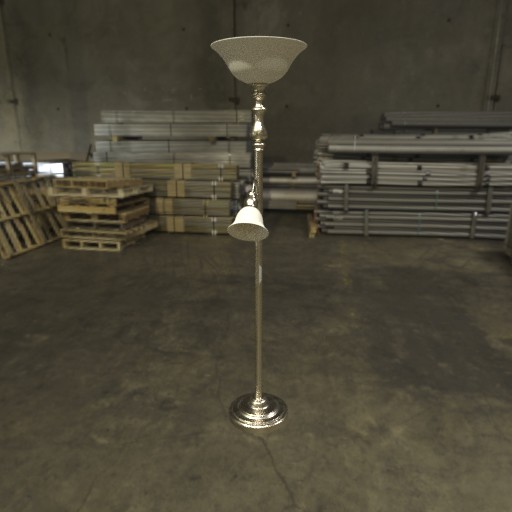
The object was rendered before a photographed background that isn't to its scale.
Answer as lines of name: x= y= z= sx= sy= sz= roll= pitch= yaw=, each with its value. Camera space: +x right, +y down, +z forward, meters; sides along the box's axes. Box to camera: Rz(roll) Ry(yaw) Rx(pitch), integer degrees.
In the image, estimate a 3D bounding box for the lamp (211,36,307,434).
lamp: x=0.000 y=0.000 z=2.024 sx=0.405 sy=1.785 sz=0.575 roll=2 pitch=16 yaw=8
